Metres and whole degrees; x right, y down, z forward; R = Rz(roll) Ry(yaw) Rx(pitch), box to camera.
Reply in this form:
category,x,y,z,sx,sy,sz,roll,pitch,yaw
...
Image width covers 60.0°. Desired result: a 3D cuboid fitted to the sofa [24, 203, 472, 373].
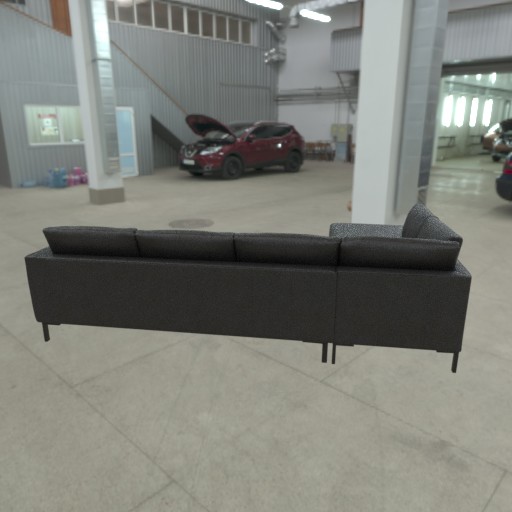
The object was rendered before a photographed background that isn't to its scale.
category,x,y,z,sx,sy,sz,roll,pitch,yaw
sofa,0.000,0.000,3.825,2.984,0.877,1.938,3,17,8
